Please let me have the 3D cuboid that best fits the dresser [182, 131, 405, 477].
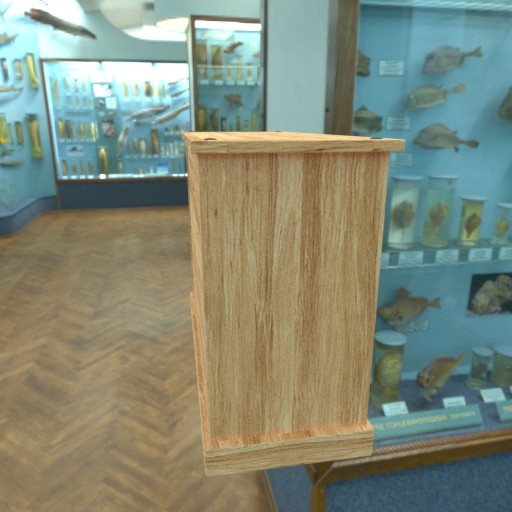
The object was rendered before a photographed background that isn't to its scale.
[{"bbox_3d":[0.000,0.000,1.389,0.410,0.740,0.990,-3,17,-10],"label":"dresser"}]
